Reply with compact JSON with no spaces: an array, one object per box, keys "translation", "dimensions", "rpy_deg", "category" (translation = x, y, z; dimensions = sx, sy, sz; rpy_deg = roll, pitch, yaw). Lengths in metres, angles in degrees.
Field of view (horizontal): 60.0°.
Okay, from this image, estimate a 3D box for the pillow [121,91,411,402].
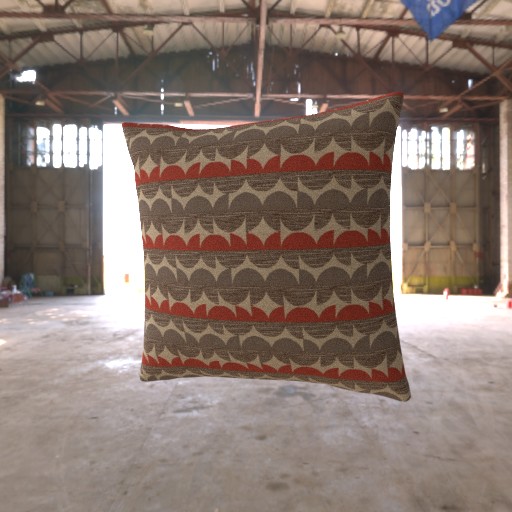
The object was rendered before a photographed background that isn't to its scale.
[{"translation":[0.000,0.000,0.638],"dimensions":[0.420,0.410,0.180],"rpy_deg":[0,-1,18],"category":"pillow"}]
